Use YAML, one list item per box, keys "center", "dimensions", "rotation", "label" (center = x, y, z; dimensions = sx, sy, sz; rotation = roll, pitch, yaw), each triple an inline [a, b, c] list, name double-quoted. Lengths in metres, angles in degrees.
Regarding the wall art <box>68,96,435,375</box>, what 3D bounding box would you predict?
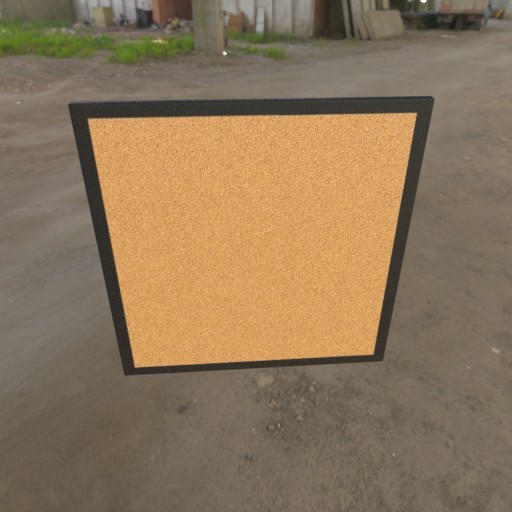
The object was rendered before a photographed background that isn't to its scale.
- center: [0.000, 0.000, 0.970]
  dimensions: [0.663, 0.659, 0.016]
  rotation: [-2, 31, -4]
  label: "wall art"
